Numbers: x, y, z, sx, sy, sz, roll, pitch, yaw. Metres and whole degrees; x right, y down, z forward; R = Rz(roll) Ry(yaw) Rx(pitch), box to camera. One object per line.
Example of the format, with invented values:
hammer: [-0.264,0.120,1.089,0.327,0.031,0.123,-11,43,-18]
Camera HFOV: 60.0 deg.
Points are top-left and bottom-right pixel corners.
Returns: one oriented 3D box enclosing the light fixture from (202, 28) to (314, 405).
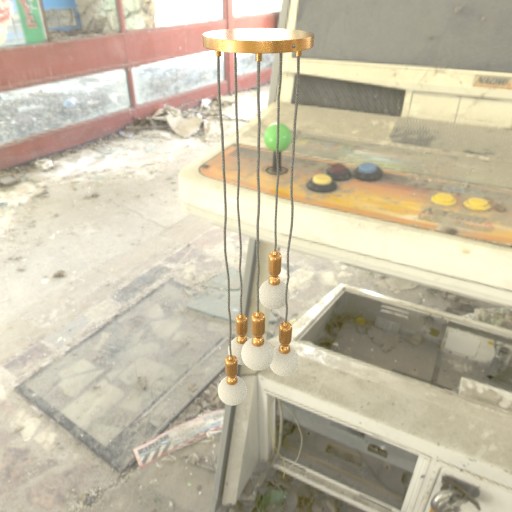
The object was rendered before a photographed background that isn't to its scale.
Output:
light fixture: [0.000,0.000,0.506,0.108,0.457,0.105,-21,38,-30]
